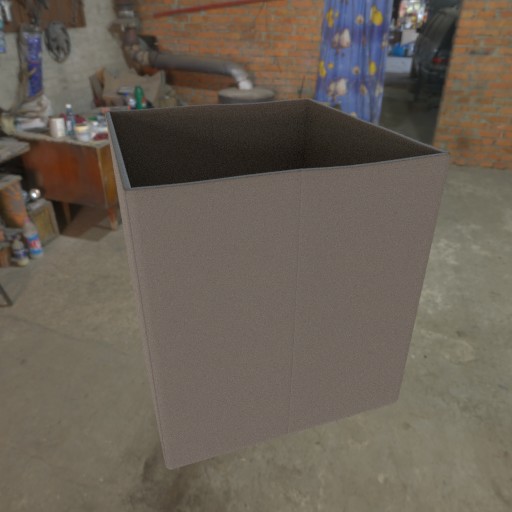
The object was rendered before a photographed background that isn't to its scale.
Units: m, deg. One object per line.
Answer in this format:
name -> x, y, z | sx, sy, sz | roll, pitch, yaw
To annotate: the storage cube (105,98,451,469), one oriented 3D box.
storage cube -> 0.000, 0.000, 0.491 | 0.270, 0.280, 0.270 | -10, 30, -17
